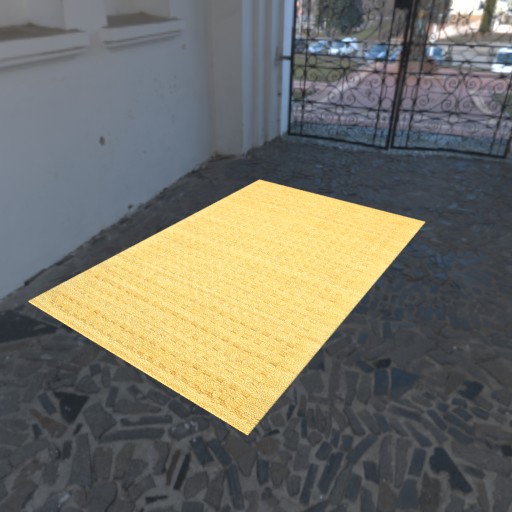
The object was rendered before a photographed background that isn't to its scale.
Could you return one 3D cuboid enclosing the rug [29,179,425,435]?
[{"bbox_3d":[0.000,0.000,2.924,1.524,0.006,2.286,20,36,30],"label":"rug"}]
